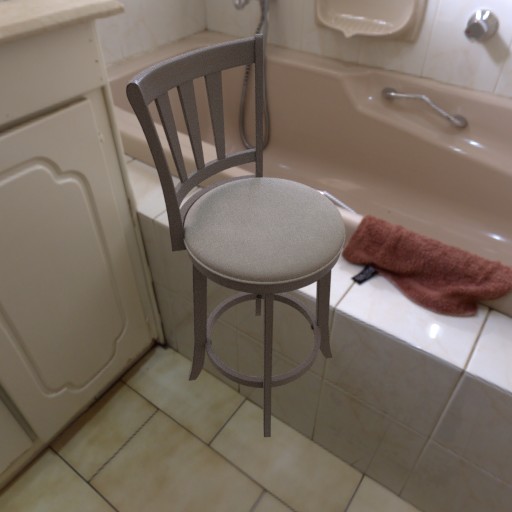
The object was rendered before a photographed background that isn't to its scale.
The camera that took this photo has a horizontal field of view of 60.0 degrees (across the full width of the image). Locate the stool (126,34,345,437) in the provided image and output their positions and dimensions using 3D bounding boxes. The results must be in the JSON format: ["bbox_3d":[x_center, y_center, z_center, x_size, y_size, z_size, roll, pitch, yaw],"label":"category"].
[{"bbox_3d":[0.000,0.000,1.249,0.475,1.023,0.436,27,48,28],"label":"stool"}]
